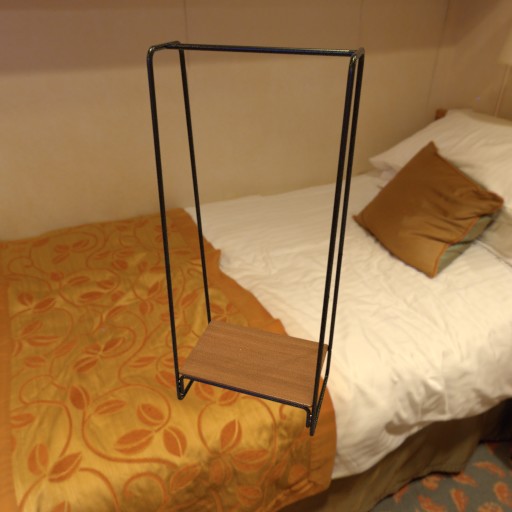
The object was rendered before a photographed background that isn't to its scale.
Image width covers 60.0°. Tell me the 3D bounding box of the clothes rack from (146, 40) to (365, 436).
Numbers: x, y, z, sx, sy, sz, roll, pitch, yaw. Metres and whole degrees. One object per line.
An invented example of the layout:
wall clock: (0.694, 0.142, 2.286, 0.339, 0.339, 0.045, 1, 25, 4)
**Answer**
clothes rack: (0.000, 0.000, 1.744, 0.640, 1.500, 0.400, 10, 33, 15)
